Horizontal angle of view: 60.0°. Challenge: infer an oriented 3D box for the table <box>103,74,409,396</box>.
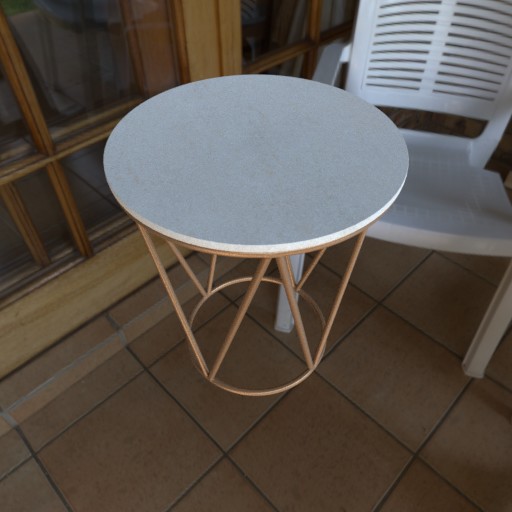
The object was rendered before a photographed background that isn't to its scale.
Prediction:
[{"bbox_3d":[0.000,0.000,0.948,0.500,0.564,0.500,0,46,0],"label":"table"}]
